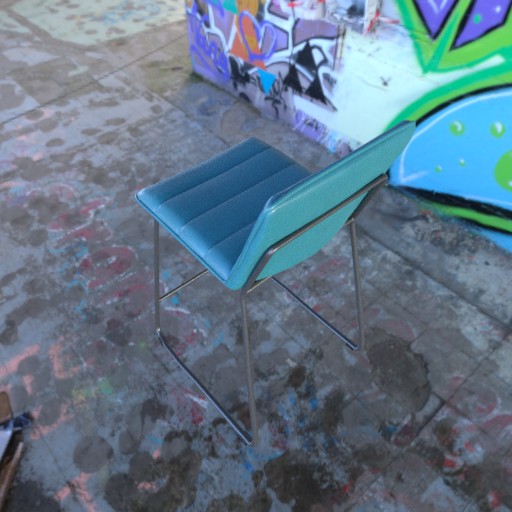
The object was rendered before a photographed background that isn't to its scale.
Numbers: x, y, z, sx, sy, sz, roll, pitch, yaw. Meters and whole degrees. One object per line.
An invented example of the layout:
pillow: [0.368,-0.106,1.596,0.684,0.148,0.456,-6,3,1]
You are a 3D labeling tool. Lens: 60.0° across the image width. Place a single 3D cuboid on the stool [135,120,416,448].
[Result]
stool: [0.000,0.000,1.174,0.489,0.866,0.524,-33,55,-27]
